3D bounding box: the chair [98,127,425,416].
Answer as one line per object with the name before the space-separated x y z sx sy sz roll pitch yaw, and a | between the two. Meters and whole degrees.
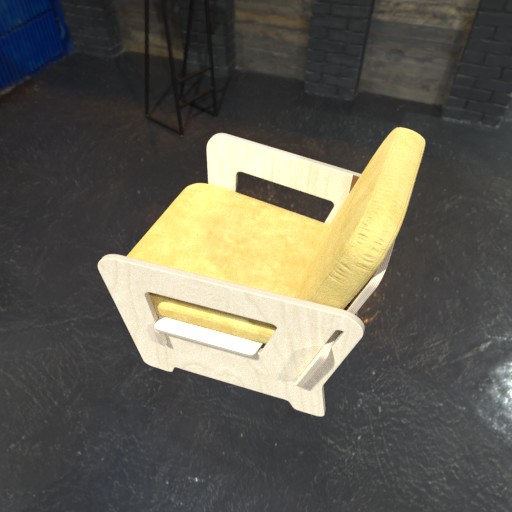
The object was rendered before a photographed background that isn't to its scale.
chair | 0.000 0.000 1.275 0.710 0.800 0.590 17 49 16
